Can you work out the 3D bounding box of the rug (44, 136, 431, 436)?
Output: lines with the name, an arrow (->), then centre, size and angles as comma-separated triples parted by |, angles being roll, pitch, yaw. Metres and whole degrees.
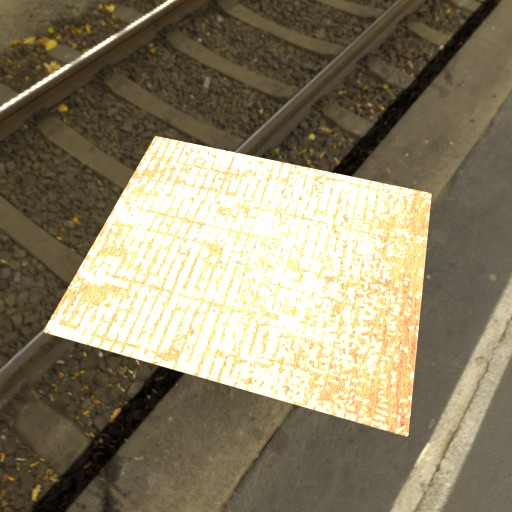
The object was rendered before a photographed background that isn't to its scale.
rug -> 0.000, 0.000, 4.149 | 3.050, 0.011, 2.441 | 14, 59, 8
